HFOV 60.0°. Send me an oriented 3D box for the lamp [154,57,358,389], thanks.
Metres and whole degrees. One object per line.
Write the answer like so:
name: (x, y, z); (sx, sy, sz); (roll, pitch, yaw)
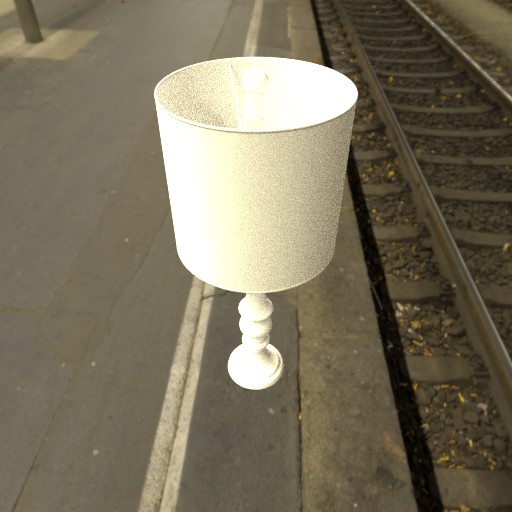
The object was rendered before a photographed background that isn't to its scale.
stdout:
lamp: (0.000, 0.000, 0.732); (0.250, 0.597, 0.250); (-12, 42, -14)
